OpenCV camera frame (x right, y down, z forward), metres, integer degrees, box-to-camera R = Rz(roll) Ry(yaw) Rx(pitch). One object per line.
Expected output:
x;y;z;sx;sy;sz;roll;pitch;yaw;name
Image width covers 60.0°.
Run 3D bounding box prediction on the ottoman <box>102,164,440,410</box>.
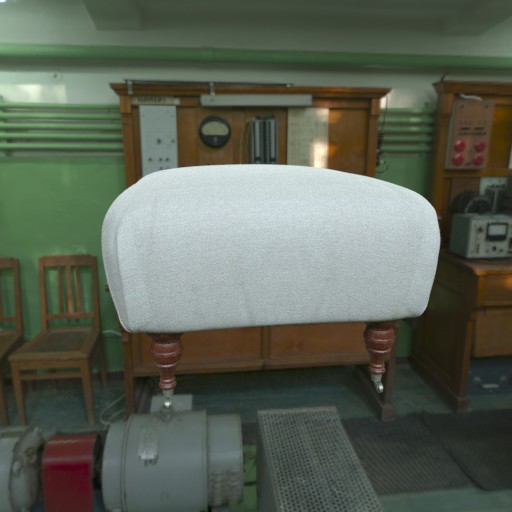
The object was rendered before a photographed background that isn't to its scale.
0.000;0.000;1.137;0.639;0.450;0.746;-2;14;-8;ottoman
